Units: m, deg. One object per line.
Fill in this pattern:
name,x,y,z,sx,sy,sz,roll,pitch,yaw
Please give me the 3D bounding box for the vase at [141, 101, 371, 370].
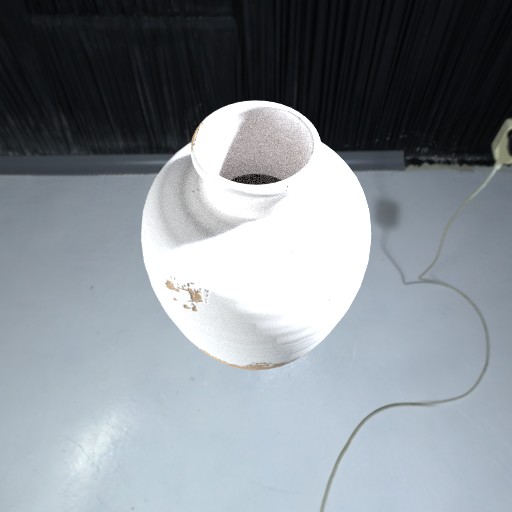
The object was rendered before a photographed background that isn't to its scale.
vase,0.000,0.000,0.335,0.158,0.228,0.158,0,57,0
